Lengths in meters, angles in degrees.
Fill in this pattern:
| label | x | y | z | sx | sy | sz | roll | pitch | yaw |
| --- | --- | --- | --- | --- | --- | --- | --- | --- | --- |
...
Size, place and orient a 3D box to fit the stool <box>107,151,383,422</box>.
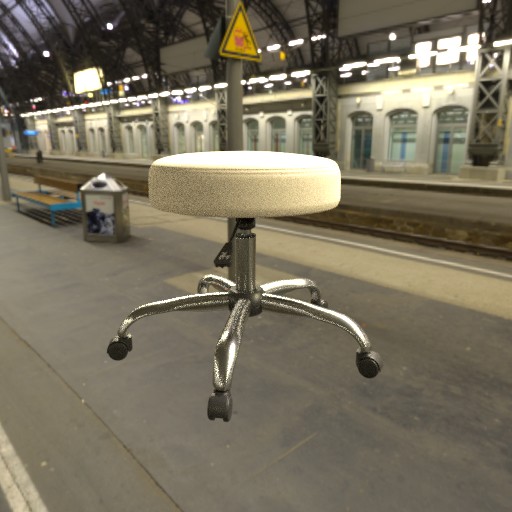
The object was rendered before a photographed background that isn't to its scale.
| label | x | y | z | sx | sy | sz | roll | pitch | yaw |
| --- | --- | --- | --- | --- | --- | --- | --- | --- | --- |
| stool | 0.000 | 0.000 | 1.048 | 0.614 | 0.482 | 0.634 | 7 | 16 | 26 |
